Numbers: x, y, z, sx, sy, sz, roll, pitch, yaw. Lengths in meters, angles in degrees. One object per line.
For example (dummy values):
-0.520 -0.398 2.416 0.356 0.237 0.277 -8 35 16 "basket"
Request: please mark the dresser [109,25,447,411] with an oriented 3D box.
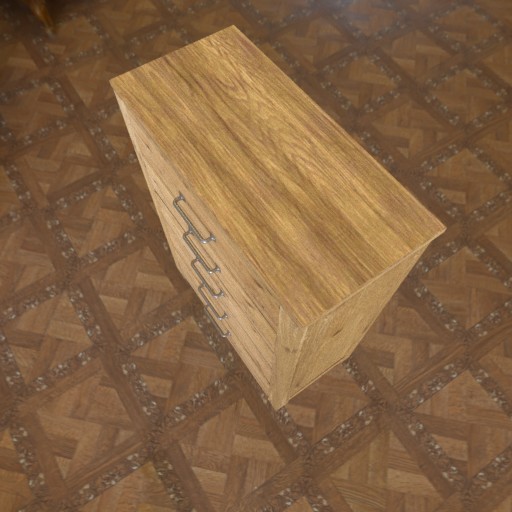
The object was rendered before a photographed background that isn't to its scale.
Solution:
0.000 0.000 2.006 0.558 1.431 1.081 -32 67 -15 "dresser"
